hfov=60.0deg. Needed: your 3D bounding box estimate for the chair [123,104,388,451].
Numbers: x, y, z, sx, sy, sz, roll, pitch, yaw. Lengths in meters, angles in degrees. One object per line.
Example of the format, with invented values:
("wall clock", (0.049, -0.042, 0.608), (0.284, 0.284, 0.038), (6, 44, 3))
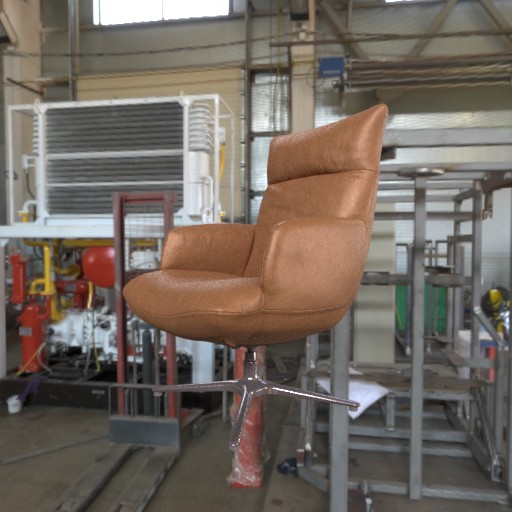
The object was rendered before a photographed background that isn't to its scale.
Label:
("chair", (0.000, 0.000, 1.554), (0.794, 1.027, 0.711), (-1, 2, -36))
